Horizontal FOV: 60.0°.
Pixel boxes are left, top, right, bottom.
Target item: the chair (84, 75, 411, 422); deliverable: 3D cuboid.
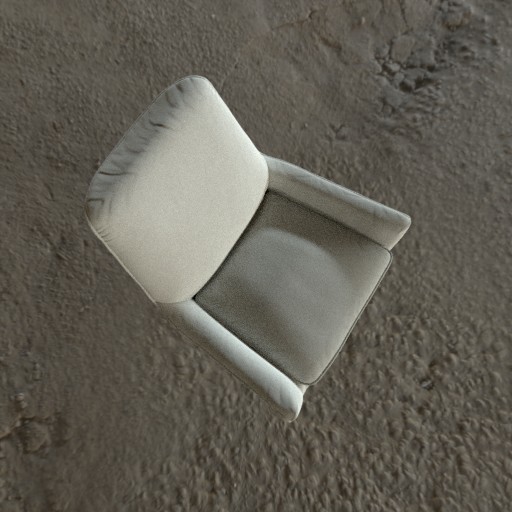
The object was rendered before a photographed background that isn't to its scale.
[{"bbox_3d":[0.000,0.000,1.519,0.822,0.888,0.787,32,78,8],"label":"chair"}]
